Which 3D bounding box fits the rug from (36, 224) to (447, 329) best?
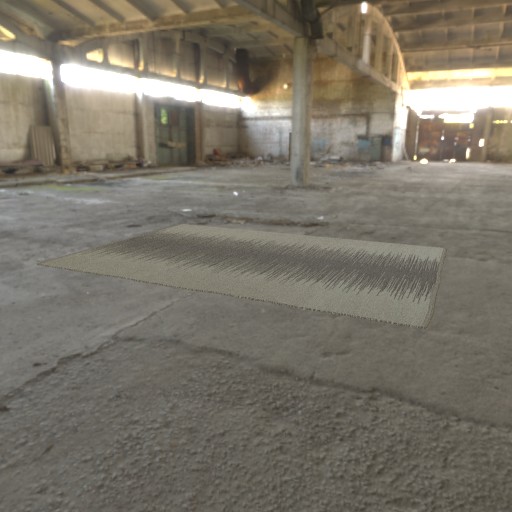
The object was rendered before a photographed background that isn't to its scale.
[{"bbox_3d":[0.000,0.000,2.328,1.815,0.007,1.226,7,16,25],"label":"rug"}]
